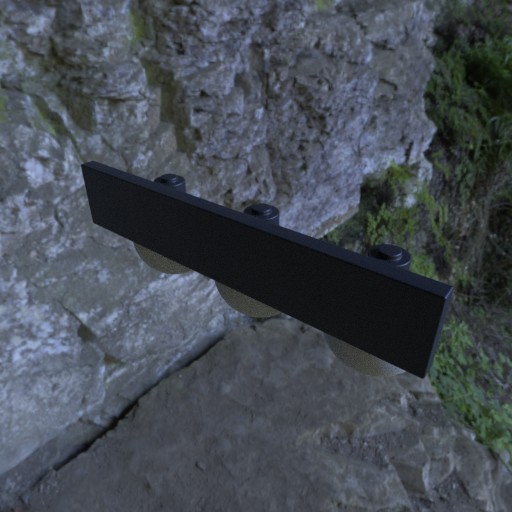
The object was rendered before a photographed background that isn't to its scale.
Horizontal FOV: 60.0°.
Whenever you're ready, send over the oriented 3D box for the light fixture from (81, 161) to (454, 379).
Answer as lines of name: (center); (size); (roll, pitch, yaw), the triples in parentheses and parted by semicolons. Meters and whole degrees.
light fixture: (0.000, 0.000, 0.837); (0.721, 0.263, 0.218); (22, 38, 32)
